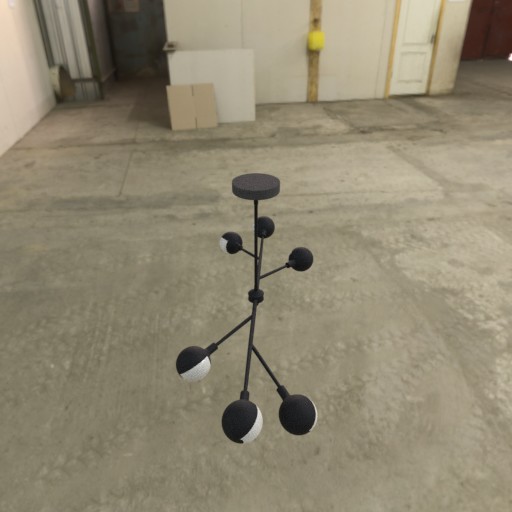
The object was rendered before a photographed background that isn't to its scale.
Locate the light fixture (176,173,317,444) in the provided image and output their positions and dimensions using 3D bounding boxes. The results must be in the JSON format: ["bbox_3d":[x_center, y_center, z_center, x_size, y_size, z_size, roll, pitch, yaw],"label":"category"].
[{"bbox_3d":[0.000,0.000,1.019,0.434,0.362,0.778,10,32,17],"label":"light fixture"}]
